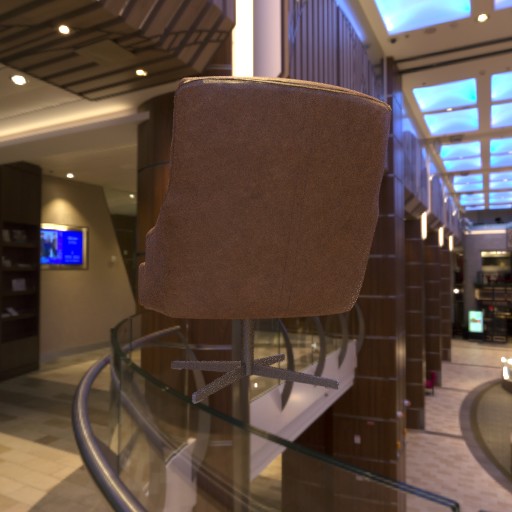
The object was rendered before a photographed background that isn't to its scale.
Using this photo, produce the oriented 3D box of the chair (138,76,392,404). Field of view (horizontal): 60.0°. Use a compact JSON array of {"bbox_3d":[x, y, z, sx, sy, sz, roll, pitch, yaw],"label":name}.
[{"bbox_3d":[0.000,0.000,1.505,0.729,0.869,0.874,0,-2,-18],"label":"chair"}]
